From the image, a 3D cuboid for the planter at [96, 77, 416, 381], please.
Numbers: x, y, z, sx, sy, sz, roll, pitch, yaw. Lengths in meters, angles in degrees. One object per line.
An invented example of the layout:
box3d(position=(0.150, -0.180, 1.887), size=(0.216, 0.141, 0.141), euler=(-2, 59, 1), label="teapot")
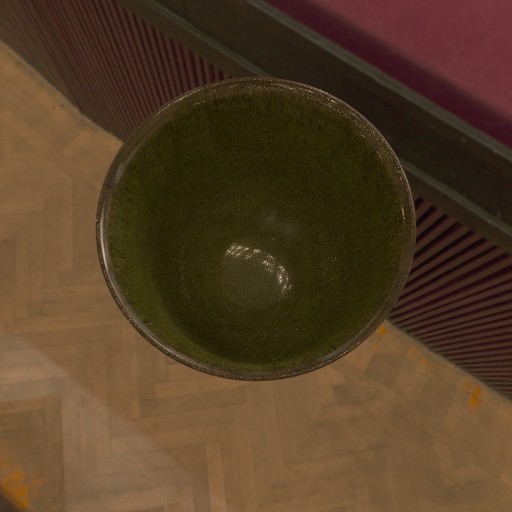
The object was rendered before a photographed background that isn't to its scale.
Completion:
box3d(position=(0.000, 0.000, 0.497), size=(0.266, 0.270, 0.266), euler=(0, 75, 0), label="planter")
